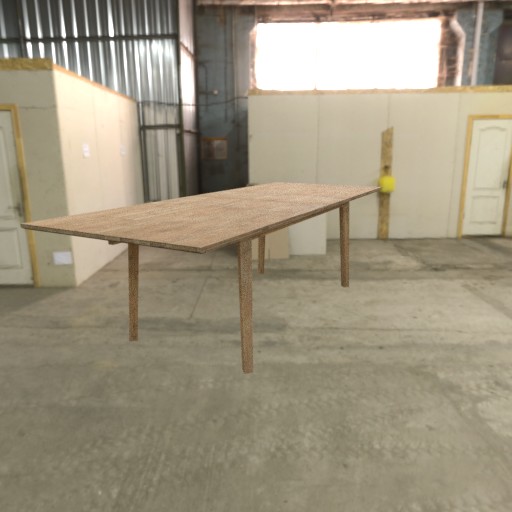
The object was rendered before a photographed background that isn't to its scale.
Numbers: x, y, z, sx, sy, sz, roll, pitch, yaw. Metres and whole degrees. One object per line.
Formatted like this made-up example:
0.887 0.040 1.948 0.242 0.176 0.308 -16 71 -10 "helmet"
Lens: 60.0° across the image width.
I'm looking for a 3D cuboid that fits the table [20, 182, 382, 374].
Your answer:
0.000 0.000 2.967 1.000 0.752 2.603 8 16 28 "table"
